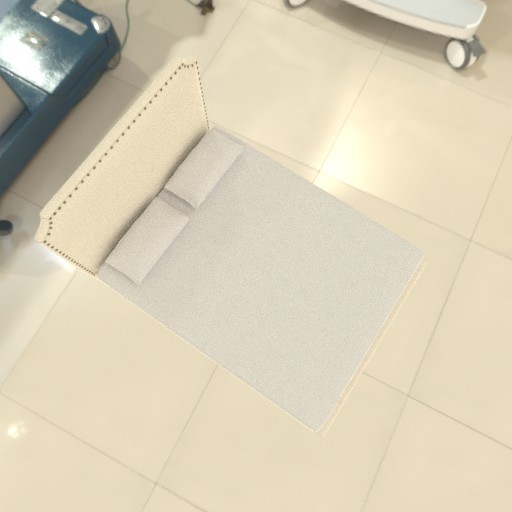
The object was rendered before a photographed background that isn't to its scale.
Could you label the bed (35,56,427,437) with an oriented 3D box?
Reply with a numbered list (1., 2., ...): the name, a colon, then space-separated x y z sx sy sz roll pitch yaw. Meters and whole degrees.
1. bed: 0.000 0.000 3.448 2.372 1.497 1.712 33 77 9
